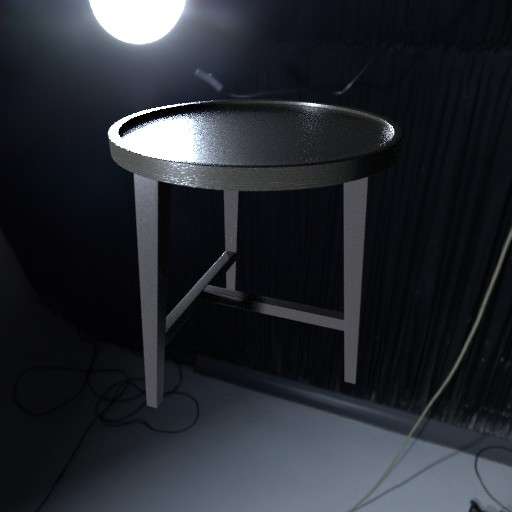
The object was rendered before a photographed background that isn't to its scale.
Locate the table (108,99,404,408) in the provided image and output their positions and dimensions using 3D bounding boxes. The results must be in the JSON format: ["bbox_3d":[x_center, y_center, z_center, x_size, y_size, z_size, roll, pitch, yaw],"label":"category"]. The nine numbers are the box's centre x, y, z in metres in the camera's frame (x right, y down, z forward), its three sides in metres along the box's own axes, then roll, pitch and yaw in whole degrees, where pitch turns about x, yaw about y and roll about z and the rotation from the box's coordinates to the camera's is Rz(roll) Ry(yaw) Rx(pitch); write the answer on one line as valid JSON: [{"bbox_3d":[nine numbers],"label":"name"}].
[{"bbox_3d":[0.000,0.000,0.907,0.500,0.531,0.500,0,29,0],"label":"table"}]
